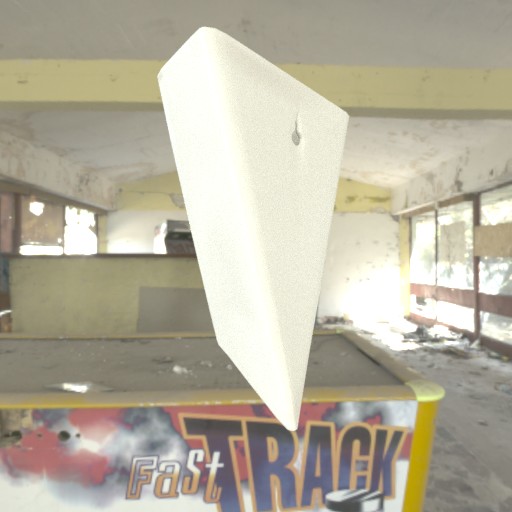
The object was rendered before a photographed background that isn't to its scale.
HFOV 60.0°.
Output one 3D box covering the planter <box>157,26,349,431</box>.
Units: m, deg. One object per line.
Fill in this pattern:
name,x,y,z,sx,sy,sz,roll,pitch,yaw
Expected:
planter,0.000,0.000,0.266,0.060,0.197,0.150,-1,-1,36
